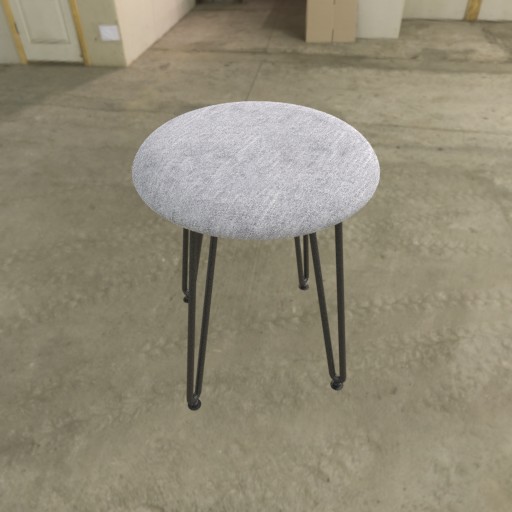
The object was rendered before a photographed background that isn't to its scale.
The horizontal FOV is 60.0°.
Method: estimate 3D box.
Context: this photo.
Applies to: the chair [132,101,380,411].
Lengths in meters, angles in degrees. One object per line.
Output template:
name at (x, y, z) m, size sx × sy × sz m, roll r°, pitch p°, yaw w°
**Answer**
chair at (0.000, 0.000, 0.668) m, size 0.350 × 0.386 × 0.350 m, roll 25°, pitch 47°, yaw 27°
